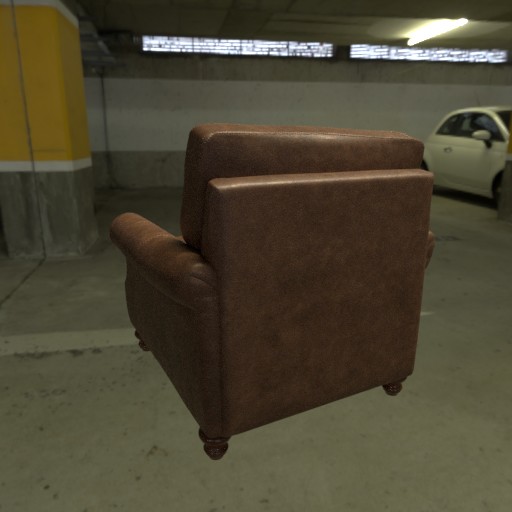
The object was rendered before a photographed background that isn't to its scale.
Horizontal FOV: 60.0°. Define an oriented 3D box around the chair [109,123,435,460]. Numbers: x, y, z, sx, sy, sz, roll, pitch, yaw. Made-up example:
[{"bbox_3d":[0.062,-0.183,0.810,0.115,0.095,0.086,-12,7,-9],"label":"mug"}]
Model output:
[{"bbox_3d":[0.000,0.000,1.740,0.996,0.976,1.002,-8,17,-27],"label":"chair"}]
